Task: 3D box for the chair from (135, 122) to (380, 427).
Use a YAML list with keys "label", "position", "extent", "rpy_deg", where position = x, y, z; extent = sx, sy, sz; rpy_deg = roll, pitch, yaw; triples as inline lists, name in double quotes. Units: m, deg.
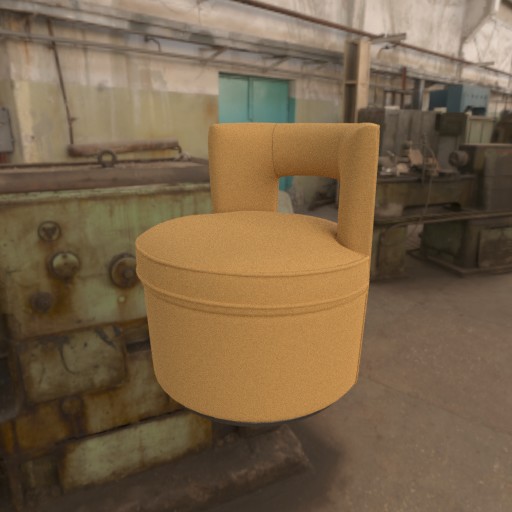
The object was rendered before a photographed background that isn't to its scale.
- label: "chair"
  position: [0.000, 0.000, 1.256]
  extent: [0.665, 0.723, 0.650]
  rpy_deg: [-16, 23, -42]
